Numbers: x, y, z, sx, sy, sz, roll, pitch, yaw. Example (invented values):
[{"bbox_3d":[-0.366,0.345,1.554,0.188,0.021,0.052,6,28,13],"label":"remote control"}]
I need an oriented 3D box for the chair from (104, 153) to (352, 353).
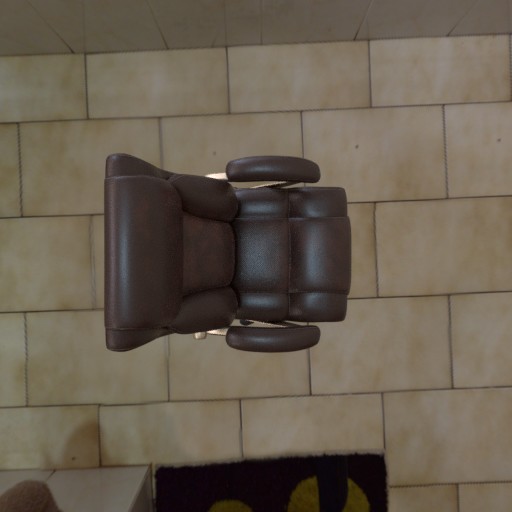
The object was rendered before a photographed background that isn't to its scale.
[{"bbox_3d":[0.000,0.000,1.644,0.749,1.194,0.692,0,90,0],"label":"chair"}]
